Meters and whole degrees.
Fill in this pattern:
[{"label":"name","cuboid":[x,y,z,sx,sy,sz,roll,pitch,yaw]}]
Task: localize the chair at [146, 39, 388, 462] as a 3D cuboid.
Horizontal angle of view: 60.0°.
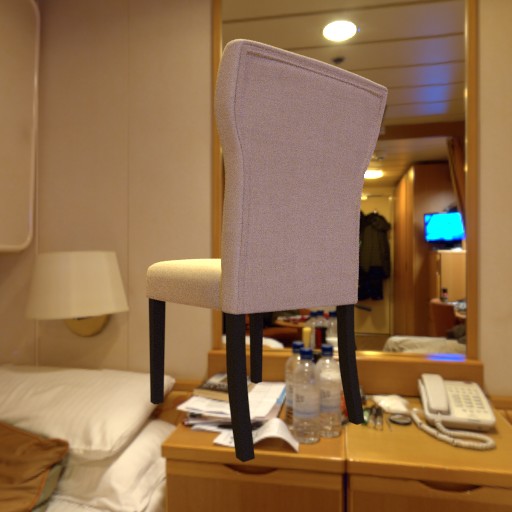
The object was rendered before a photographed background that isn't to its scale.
[{"label":"chair","cuboid":[0.000,0.000,1.285,0.509,0.921,0.597,0,0,-36]}]
